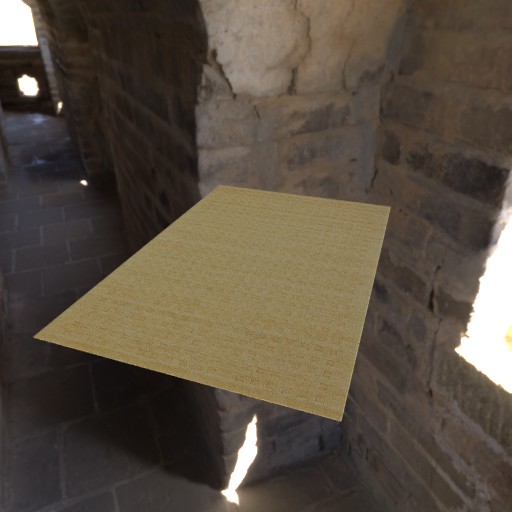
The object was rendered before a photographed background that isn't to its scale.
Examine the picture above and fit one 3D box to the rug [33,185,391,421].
[{"bbox_3d":[0.000,0.000,2.910,1.524,0.006,2.286,10,31,17],"label":"rug"}]
